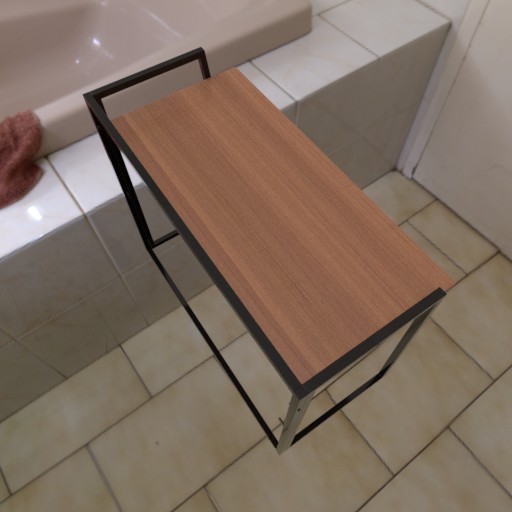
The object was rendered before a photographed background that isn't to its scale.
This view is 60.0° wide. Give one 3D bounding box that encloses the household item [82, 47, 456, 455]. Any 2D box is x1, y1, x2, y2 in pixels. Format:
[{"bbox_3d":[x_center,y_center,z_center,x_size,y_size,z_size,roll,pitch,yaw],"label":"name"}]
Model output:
[{"bbox_3d":[0.000,0.000,1.507,0.510,0.860,1.050,-30,64,-17],"label":"household item"}]
